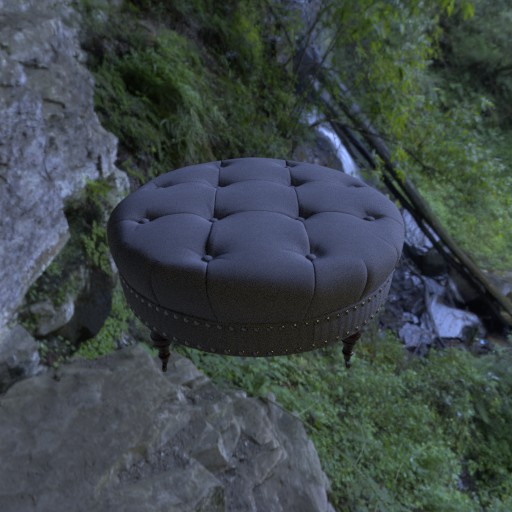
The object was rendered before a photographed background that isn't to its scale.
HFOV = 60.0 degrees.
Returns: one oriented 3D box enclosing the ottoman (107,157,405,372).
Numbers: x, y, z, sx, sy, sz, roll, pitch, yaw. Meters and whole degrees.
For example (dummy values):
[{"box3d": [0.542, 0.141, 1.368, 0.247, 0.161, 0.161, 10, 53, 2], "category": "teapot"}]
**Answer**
[{"box3d": [0.000, 0.000, 1.432, 0.901, 0.439, 0.901, 0, 30, 0], "category": "ottoman"}]
